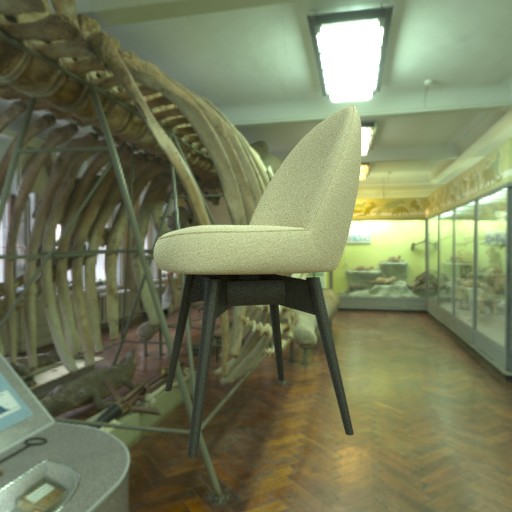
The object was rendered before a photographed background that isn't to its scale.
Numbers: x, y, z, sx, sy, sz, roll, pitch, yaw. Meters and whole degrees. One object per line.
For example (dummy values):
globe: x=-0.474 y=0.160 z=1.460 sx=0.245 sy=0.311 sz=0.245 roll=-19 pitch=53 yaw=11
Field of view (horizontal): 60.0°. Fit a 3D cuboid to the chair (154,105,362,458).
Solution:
chair: x=0.000 y=0.000 z=1.217 sx=0.540 sy=0.838 sz=0.532 roll=0 pitch=1 yaw=-17
